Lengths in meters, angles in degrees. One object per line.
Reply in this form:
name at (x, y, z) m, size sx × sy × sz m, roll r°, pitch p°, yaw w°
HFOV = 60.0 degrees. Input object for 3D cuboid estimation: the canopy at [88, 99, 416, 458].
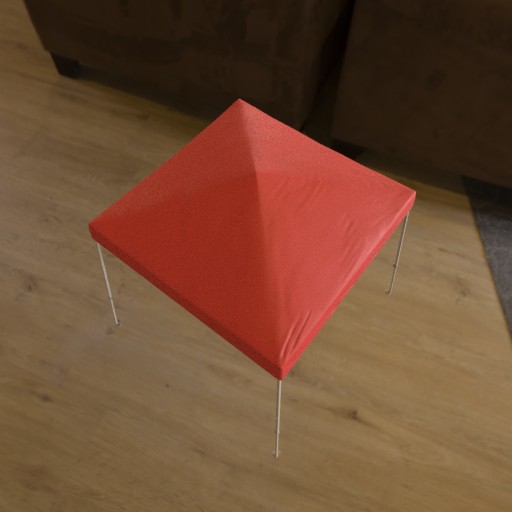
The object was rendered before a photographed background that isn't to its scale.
canopy at (0.000, 0.000, 6.576) m, size 3.599 × 3.600 × 3.600 m, roll 34°, pitch 64°, yaw 19°
